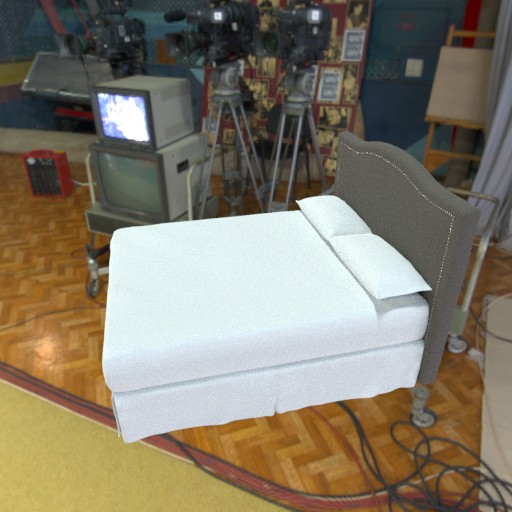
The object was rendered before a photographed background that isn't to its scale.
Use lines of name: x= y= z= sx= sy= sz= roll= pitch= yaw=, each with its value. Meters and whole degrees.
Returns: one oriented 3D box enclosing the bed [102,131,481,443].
bed: x=0.000 y=0.000 z=3.076 sx=2.036 sy=1.387 sz=1.666 roll=-7 pitch=30 yaw=-12
